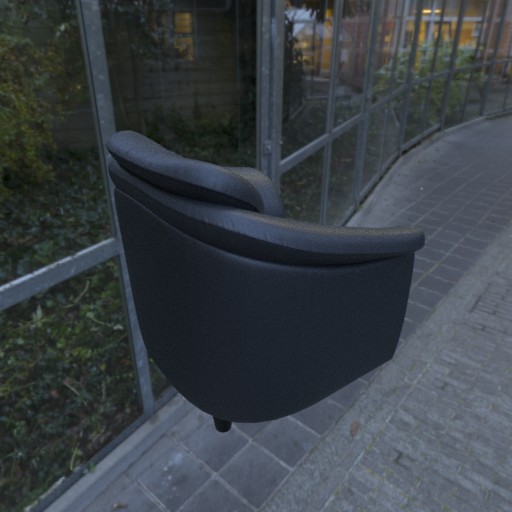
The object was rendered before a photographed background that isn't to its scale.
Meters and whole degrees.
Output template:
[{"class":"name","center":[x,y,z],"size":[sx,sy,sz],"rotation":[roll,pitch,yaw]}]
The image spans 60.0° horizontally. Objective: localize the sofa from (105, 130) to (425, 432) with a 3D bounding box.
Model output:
[{"class":"sofa","center":[0.000,0.000,1.453],"size":[0.794,0.811,0.870],"rotation":[-18,32,-32]}]
